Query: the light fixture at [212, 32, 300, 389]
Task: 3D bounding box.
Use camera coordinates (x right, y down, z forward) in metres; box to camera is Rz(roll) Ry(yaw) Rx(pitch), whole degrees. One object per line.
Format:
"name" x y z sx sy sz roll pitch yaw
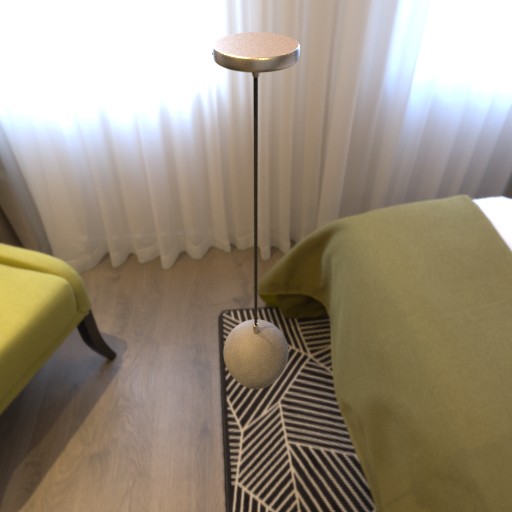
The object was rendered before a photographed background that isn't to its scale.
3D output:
"light fixture" 0.000 0.000 0.849 0.153 0.760 0.153 -26 47 -27
